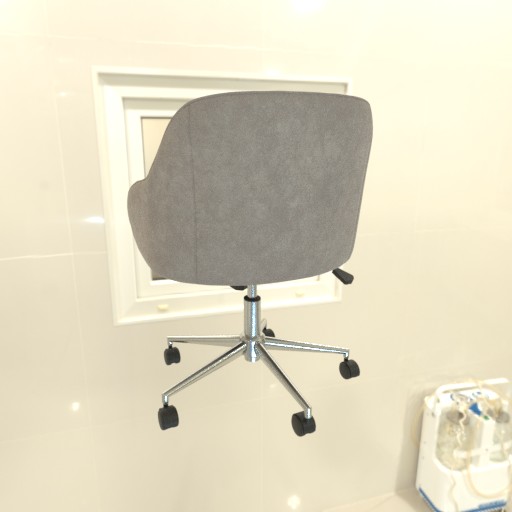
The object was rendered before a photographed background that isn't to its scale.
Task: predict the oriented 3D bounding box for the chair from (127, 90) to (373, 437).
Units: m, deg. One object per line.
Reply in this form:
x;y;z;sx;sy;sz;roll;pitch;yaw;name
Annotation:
0.000;0.000;1.261;0.635;0.831;0.573;-7;16;-24;chair
